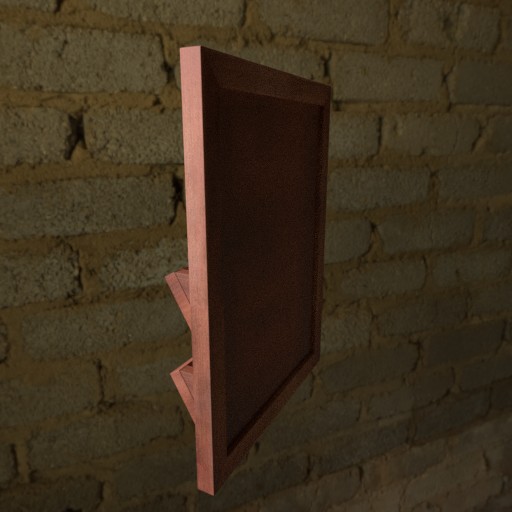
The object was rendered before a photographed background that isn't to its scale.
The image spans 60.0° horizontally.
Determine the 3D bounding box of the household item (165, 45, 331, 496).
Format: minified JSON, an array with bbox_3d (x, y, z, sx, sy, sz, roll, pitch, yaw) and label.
[{"bbox_3d":[0.000,0.000,0.530,0.067,0.407,0.310,8,17,26],"label":"household item"}]
